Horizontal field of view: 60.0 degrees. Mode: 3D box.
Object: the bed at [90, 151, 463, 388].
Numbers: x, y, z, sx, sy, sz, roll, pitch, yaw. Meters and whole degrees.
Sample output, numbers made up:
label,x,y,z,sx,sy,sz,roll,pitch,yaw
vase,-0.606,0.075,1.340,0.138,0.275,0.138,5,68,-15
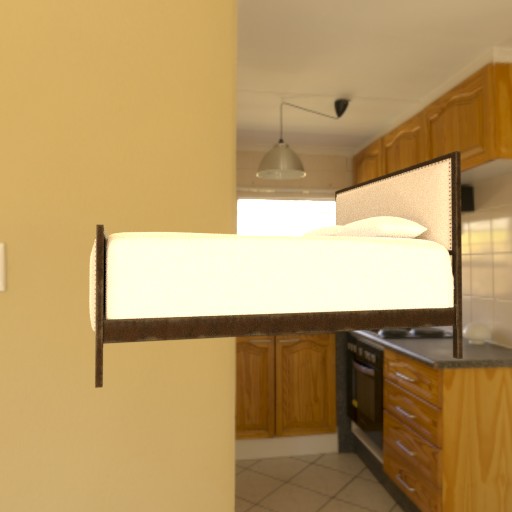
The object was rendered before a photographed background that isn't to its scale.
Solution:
label,x,y,z,sx,sy,sz,roll,pitch,yaw
bed,0.000,0.000,3.230,2.221,1.313,1.607,0,-1,-18
